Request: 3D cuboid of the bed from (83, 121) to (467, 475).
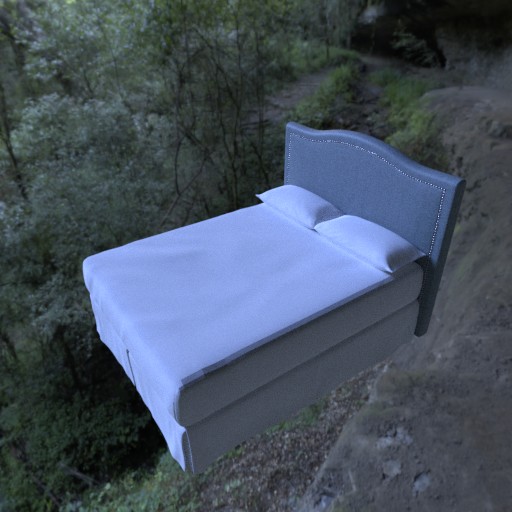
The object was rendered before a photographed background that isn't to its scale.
[{"bbox_3d":[0.000,0.000,3.263,2.143,1.460,1.753,-21,37,-30],"label":"bed"}]
